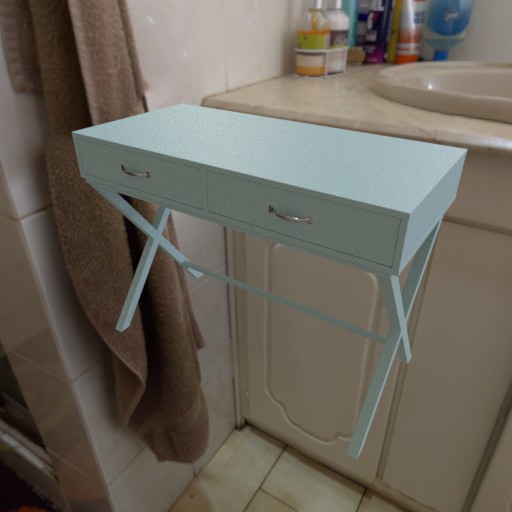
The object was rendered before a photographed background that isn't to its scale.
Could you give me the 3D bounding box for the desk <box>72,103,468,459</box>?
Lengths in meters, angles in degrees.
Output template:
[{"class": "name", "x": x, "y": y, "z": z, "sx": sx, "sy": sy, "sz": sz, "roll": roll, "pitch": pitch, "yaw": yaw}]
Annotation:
[{"class": "desk", "x": 0.000, "y": 0.000, "z": 1.492, "sx": 1.057, "sy": 0.780, "sz": 0.525, "roll": 19, "pitch": 36, "yaw": 29}]
